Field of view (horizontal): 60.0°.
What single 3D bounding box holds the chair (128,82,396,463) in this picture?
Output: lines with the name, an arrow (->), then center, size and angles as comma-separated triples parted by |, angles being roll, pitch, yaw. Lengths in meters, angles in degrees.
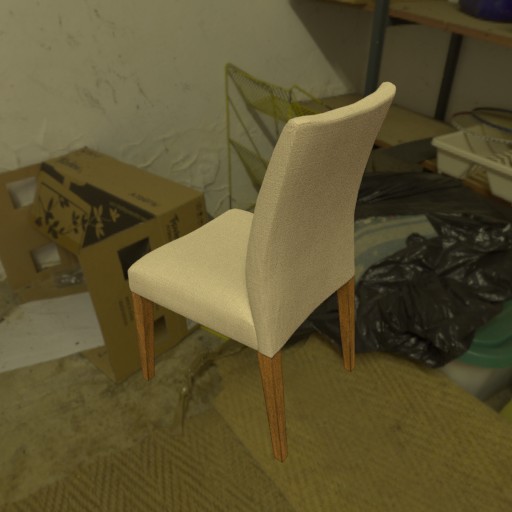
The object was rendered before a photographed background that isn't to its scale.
chair -> 0.000, 0.000, 1.272 | 0.585, 0.940, 0.496 | 22, 38, 31
